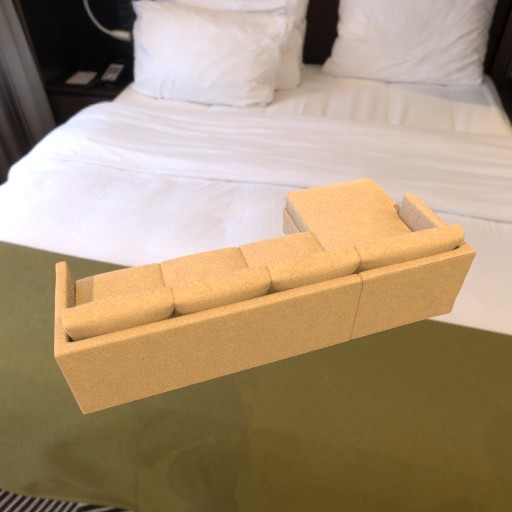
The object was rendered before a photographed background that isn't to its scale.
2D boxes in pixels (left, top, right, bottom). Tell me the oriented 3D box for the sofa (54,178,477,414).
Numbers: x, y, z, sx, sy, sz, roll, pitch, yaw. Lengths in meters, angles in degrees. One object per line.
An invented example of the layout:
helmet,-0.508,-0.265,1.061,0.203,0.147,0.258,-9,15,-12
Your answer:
sofa,0.000,0.000,3.887,3.198,0.920,1.638,-12,43,-14
